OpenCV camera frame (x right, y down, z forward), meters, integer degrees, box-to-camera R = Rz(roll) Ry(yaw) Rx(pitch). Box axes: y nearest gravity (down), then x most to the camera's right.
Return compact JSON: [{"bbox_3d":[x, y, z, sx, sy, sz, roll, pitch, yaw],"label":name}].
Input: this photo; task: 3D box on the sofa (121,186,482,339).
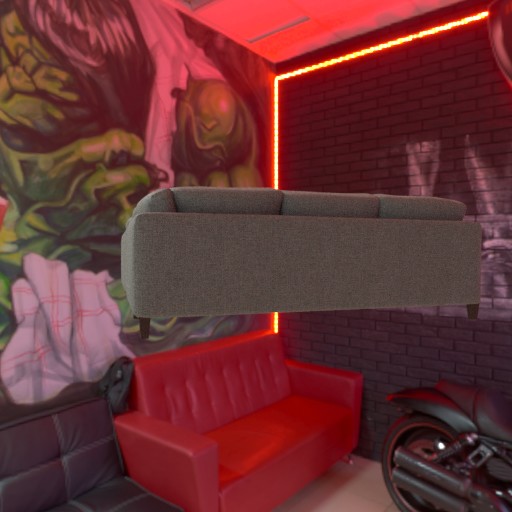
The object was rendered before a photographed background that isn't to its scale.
[{"bbox_3d":[0.000,0.000,4.503,2.593,0.947,3.302,0,0,-18],"label":"sofa"}]
